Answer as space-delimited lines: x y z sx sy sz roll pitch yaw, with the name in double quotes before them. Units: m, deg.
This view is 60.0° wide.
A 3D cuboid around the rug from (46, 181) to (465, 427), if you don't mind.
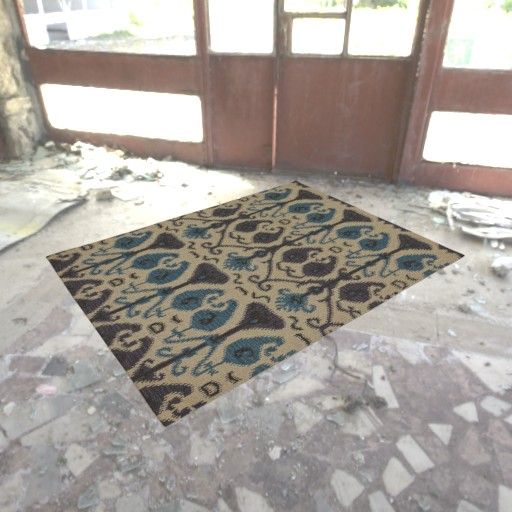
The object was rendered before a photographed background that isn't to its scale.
"rug" 0.000 0.000 4.258 3.228 0.024 2.443 -22 37 -31
